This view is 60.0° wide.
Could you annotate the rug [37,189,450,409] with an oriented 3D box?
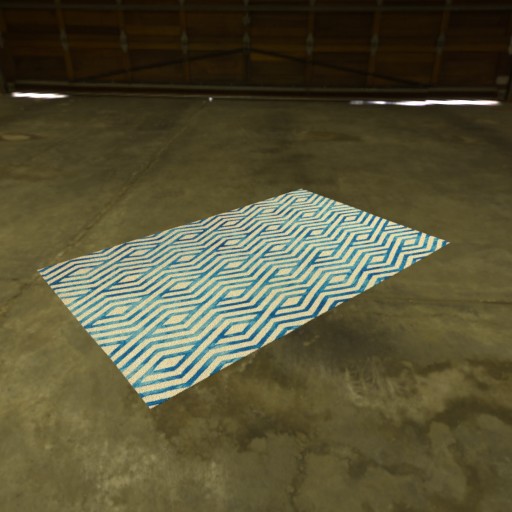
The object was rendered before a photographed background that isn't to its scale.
[{"bbox_3d":[0.000,0.000,3.066,2.439,0.008,1.531,-22,35,-35],"label":"rug"}]
